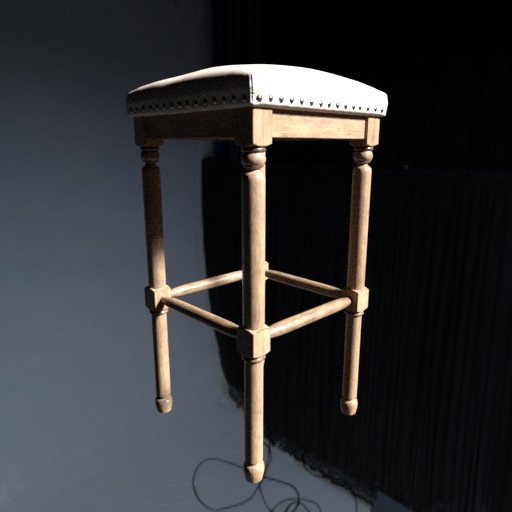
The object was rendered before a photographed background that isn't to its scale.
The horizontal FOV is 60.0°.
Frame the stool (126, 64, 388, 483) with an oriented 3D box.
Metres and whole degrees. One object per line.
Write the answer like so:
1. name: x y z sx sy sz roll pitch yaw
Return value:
1. stool: 0.000 0.000 0.978 0.383 0.768 0.382 -13 19 -42
